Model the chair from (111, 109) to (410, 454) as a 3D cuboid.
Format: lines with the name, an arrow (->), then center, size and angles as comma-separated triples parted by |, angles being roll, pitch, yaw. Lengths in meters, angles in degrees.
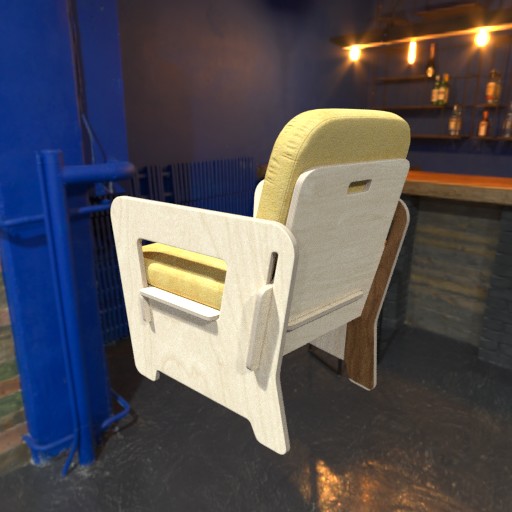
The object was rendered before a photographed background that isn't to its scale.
chair -> 0.000, 0.000, 1.296 | 0.590, 0.800, 0.710 | -15, 22, -42
